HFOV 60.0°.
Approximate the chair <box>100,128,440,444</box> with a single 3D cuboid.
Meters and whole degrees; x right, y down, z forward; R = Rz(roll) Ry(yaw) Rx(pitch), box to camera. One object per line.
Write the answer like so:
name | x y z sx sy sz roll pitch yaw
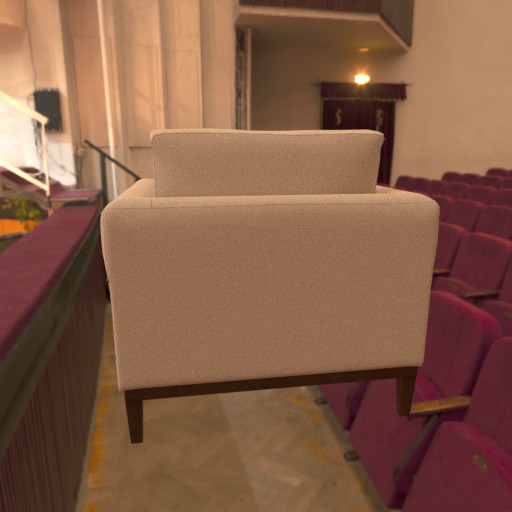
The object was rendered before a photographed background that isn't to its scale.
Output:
chair | 0.000 0.000 1.690 0.982 0.915 0.896 -2 14 -9
